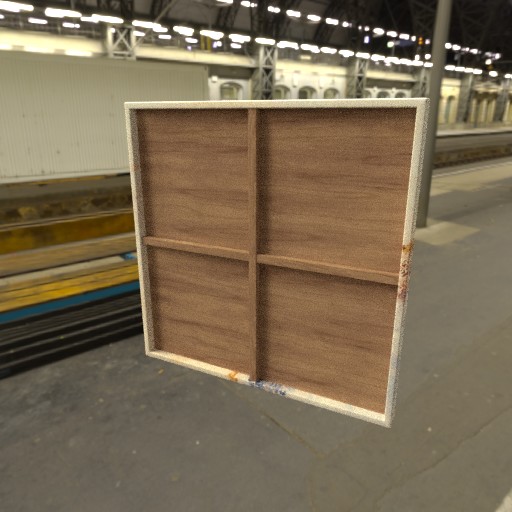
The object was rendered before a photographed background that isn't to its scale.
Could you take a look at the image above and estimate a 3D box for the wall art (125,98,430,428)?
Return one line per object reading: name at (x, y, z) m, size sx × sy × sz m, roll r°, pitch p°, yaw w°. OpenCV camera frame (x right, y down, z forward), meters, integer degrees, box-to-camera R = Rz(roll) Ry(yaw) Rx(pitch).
wall art at (0.000, 0.000, 1.604) m, size 1.061 × 1.061 × 0.071 m, roll 9°, pitch 20°, yaw 26°
